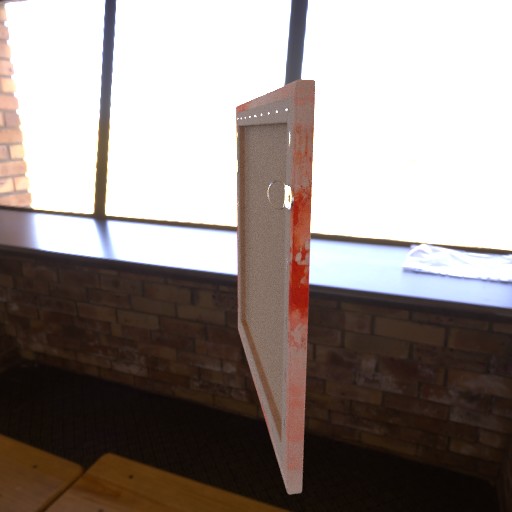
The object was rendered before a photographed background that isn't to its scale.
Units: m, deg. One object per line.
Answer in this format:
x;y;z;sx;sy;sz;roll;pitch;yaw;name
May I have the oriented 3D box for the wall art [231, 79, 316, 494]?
0.000;0.000;1.297;0.066;0.878;0.878;-3;16;-9;wall art
